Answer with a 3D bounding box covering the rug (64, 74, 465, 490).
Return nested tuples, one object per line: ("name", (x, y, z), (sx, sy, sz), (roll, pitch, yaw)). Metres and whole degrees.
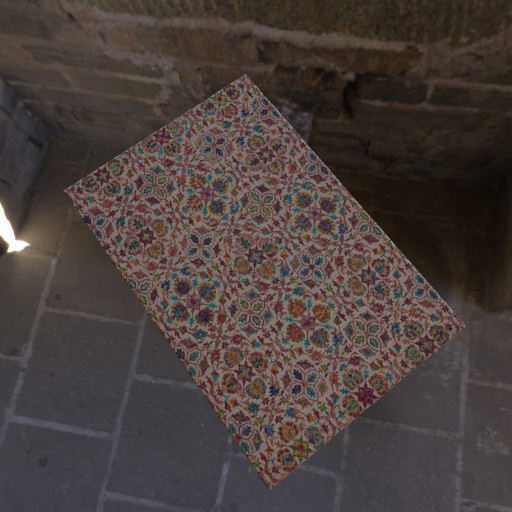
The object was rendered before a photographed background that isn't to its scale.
("rug", (0.000, 0.000, 2.880), (1.541, 0.018, 2.297), (-36, 78, -9))
